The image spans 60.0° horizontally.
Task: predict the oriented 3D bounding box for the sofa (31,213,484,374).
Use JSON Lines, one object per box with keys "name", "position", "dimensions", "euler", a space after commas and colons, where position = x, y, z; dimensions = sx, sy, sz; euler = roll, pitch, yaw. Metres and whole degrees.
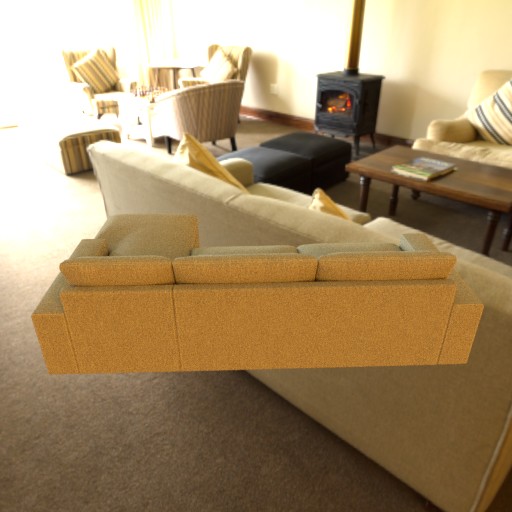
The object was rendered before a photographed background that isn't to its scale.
{"name": "sofa", "position": [0.000, 0.000, 3.425], "dimensions": [2.718, 0.813, 1.689], "euler": [-1, 29, -2]}
